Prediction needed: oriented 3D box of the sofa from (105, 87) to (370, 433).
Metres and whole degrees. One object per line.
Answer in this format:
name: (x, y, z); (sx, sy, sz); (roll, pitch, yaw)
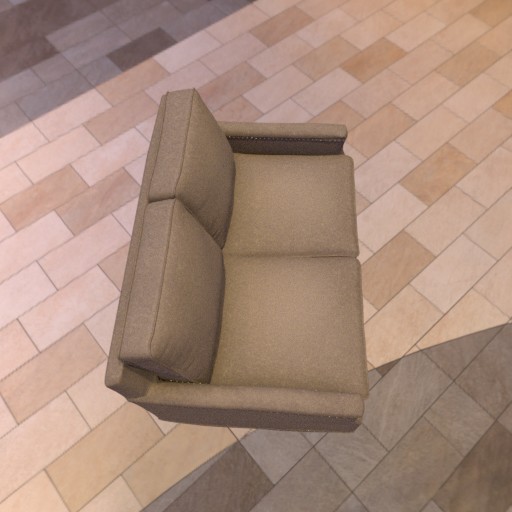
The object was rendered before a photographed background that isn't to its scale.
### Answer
sofa: (0.000, 0.000, 2.279); (1.084, 1.003, 1.597); (2, 63, 1)
